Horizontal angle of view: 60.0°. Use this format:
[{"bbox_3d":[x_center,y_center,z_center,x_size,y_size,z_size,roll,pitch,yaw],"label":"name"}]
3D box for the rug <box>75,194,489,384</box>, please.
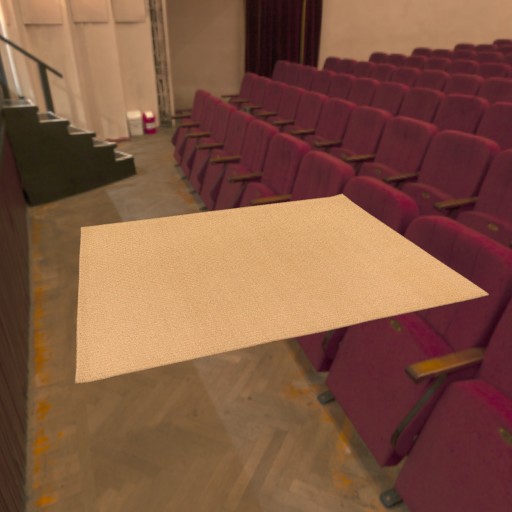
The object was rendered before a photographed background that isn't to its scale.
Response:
[{"bbox_3d":[0.000,0.000,3.830,2.897,0.035,2.277,-9,29,-16],"label":"rug"}]
